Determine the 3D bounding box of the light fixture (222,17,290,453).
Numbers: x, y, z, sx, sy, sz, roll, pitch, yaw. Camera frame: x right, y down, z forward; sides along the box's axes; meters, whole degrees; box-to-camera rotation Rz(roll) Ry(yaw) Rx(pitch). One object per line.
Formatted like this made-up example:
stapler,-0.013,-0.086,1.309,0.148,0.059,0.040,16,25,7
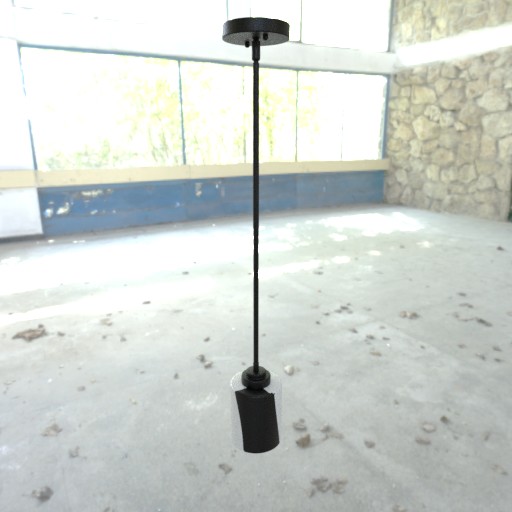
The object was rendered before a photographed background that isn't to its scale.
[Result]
light fixture,0.000,0.000,0.914,0.123,0.863,0.123,-8,17,-27
